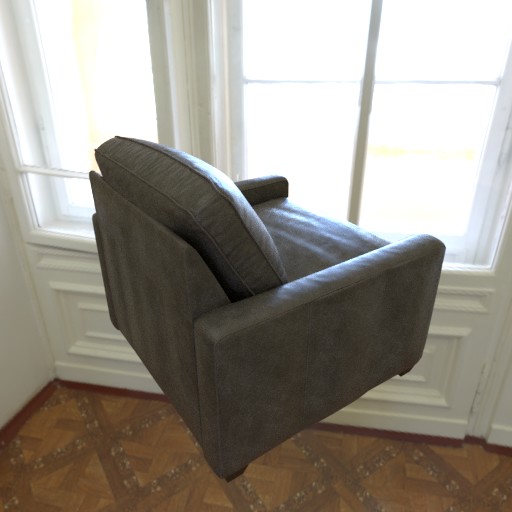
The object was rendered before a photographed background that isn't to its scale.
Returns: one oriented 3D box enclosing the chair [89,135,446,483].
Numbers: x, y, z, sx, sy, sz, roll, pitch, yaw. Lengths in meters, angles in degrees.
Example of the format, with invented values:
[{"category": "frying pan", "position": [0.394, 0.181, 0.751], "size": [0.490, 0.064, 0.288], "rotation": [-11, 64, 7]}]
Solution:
[{"category": "chair", "position": [0.000, 0.000, 1.697], "size": [0.939, 0.916, 1.006], "rotation": [-18, 33, -30]}]
